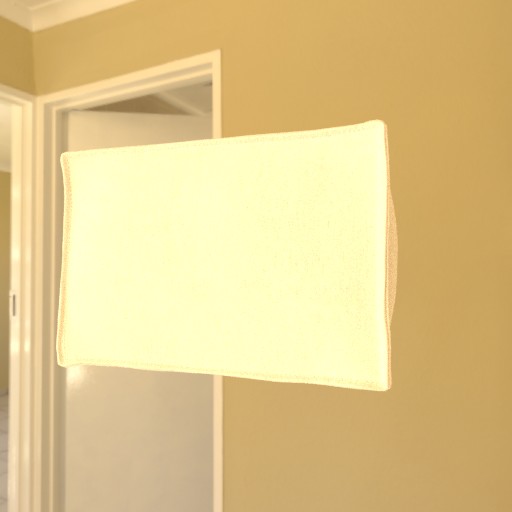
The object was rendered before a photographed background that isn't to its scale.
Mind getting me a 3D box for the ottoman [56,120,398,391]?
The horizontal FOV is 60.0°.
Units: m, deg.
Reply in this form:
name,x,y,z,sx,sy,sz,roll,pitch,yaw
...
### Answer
name,x,y,z,sx,sy,sz,roll,pitch,yaw
ottoman,0.000,0.000,1.142,0.696,0.470,0.707,0,-1,16
